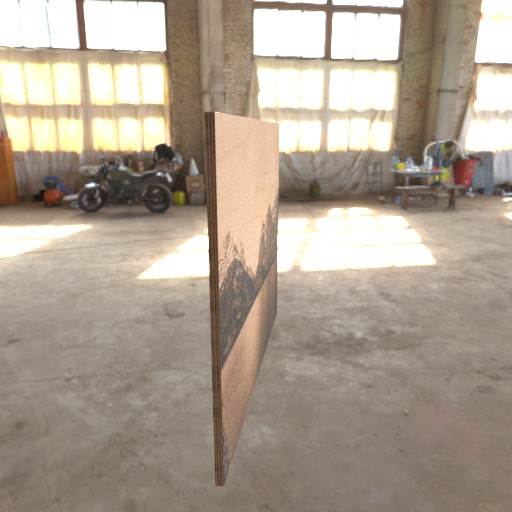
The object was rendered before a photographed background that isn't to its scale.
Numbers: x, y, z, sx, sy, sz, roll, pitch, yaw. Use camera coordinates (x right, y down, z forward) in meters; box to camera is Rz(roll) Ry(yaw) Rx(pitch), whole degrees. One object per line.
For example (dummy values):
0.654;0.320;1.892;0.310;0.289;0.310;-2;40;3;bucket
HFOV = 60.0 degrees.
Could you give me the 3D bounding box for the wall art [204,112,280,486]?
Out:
0.000;0.000;0.694;0.010;0.408;0.508;3;16;9;wall art
